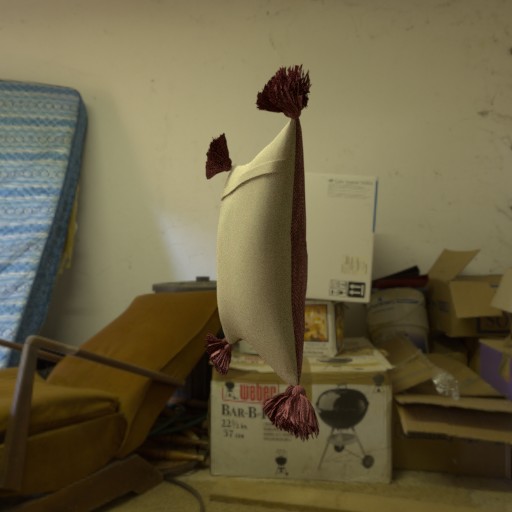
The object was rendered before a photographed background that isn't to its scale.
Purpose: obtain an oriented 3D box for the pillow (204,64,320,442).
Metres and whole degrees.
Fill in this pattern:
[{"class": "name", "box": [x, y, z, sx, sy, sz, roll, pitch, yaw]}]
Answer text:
[{"class": "pillow", "box": [0.000, 0.000, 0.987, 0.138, 0.659, 0.641, 0, 0, -17]}]
